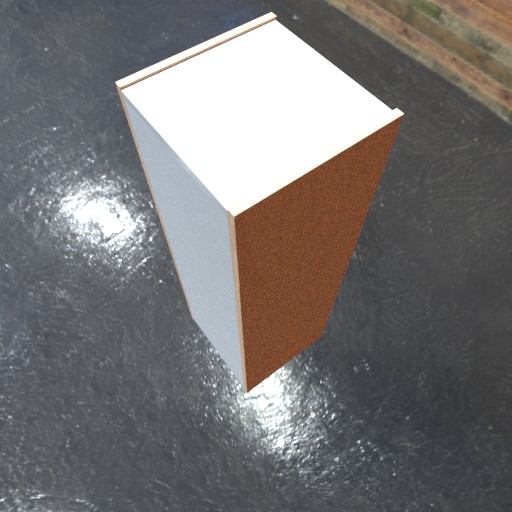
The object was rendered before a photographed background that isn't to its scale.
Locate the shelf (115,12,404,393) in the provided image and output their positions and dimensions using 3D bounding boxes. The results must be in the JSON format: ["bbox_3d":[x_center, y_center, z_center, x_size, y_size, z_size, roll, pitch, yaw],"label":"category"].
[{"bbox_3d":[0.000,0.000,1.020,0.290,0.900,0.300,-33,65,-18],"label":"shelf"}]
